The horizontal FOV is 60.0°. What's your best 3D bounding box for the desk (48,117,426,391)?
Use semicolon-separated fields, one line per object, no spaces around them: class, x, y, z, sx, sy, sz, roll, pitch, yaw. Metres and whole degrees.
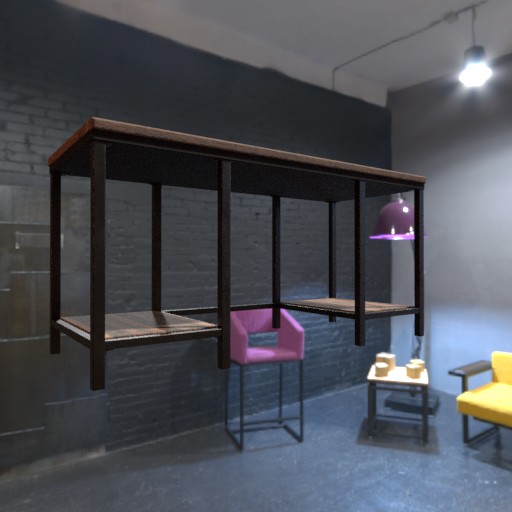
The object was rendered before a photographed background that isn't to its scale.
desk;0.000;0.000;1.908;1.538;0.753;0.617;0;-1;-35
